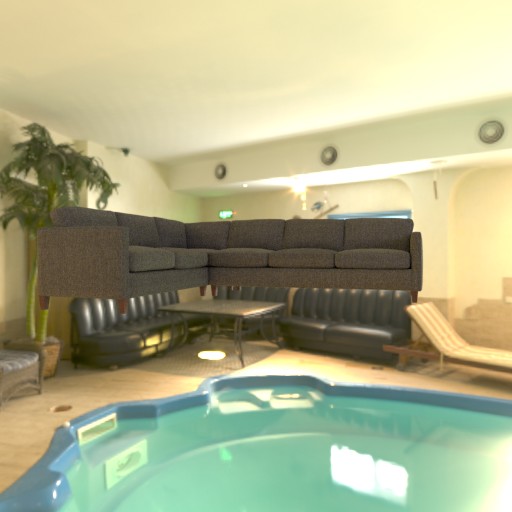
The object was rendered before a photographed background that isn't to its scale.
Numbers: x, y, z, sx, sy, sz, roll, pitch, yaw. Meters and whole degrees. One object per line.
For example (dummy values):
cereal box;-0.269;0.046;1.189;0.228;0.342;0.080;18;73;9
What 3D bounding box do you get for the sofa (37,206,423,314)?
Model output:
sofa;0.000;0.000;4.611;3.302;0.947;2.593;0;1;18
